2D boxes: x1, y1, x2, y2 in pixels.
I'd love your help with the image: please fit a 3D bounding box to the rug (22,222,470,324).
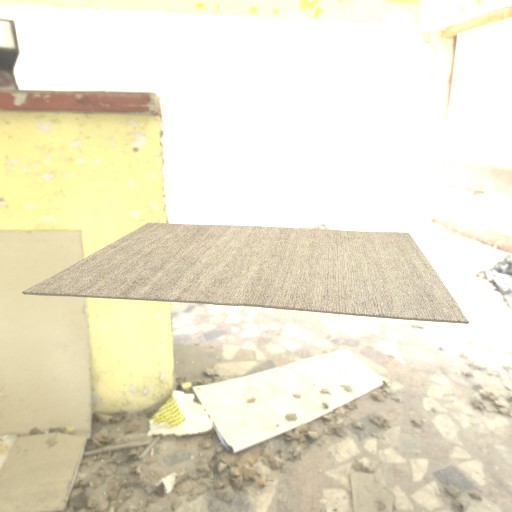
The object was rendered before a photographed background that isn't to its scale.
[{"bbox_3d":[0.000,0.000,4.227,3.202,0.045,2.434,3,17,9],"label":"rug"}]
